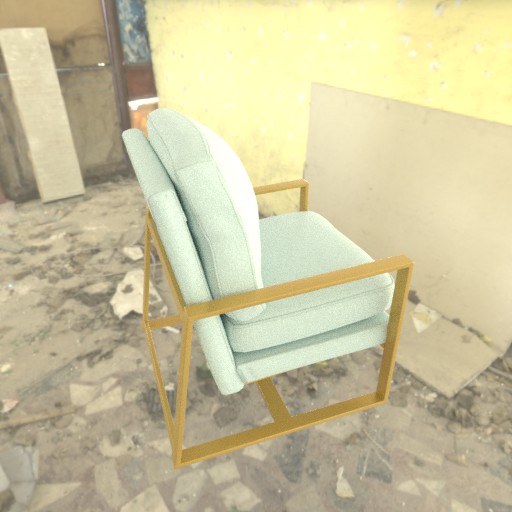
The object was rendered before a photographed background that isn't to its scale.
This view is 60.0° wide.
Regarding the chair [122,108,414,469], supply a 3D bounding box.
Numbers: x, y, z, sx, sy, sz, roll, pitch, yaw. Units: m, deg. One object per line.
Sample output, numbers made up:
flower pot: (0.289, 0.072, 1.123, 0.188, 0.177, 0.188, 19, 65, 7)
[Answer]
chair: (0.000, 0.000, 1.560, 0.813, 0.956, 0.758, -10, 31, -17)
